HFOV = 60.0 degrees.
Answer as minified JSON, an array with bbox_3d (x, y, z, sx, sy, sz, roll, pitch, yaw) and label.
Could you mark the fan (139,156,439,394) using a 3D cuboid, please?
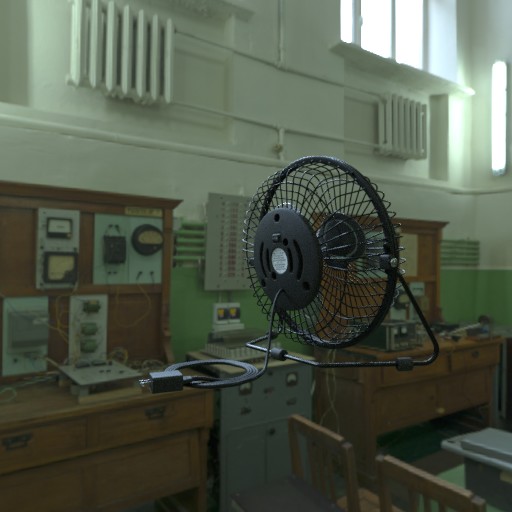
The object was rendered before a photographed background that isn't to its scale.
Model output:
[{"bbox_3d":[0.000,0.000,0.386,0.227,0.188,0.209,1,-1,-35],"label":"fan"}]
